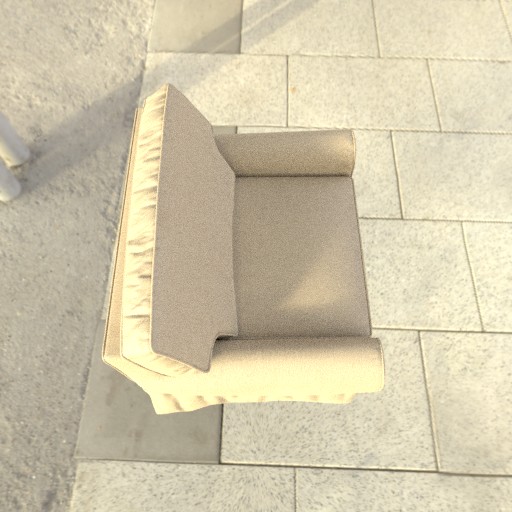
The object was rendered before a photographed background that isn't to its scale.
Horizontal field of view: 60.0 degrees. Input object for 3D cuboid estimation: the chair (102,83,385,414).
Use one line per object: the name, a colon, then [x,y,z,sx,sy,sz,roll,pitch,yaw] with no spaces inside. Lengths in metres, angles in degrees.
chair: [0.000,0.000,1.769,0.903,0.937,1.096,-1,65,0]
